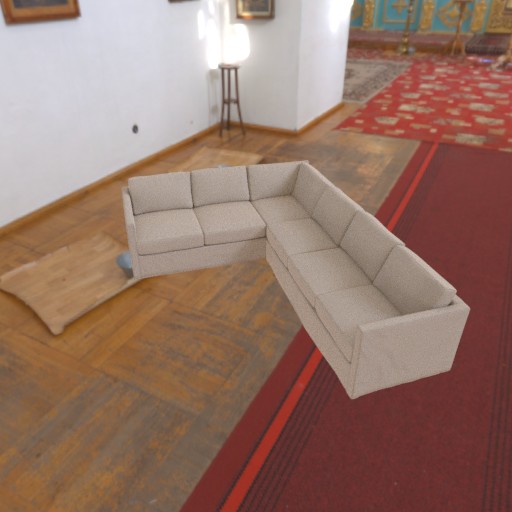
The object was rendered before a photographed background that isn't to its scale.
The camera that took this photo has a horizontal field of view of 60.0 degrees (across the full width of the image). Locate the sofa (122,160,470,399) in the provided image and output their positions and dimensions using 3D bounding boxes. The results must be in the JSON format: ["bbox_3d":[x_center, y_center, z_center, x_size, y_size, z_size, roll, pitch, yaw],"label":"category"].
[{"bbox_3d":[0.000,0.000,4.452,2.432,0.871,3.182,-9,33,-14],"label":"sofa"}]
